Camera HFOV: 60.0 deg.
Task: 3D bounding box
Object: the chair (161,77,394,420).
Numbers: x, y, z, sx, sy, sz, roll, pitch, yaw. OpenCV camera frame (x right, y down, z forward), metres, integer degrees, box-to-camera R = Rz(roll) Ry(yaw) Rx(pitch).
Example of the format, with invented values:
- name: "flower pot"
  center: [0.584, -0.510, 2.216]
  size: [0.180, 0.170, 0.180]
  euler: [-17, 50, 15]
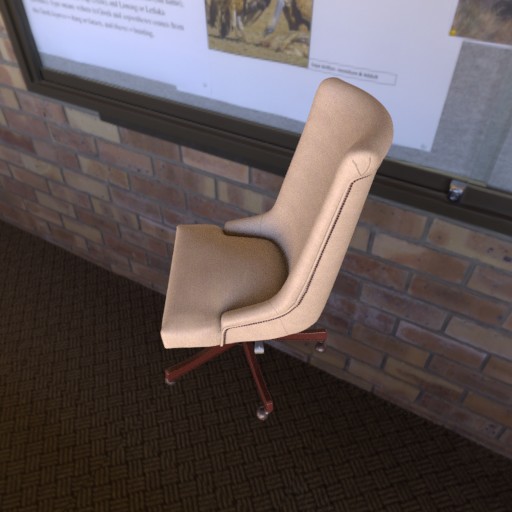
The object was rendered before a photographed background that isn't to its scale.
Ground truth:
- name: "chair"
  center: [0.000, 0.000, 1.464]
  size: [0.696, 1.010, 0.645]
  euler: [-1, 42, -1]
